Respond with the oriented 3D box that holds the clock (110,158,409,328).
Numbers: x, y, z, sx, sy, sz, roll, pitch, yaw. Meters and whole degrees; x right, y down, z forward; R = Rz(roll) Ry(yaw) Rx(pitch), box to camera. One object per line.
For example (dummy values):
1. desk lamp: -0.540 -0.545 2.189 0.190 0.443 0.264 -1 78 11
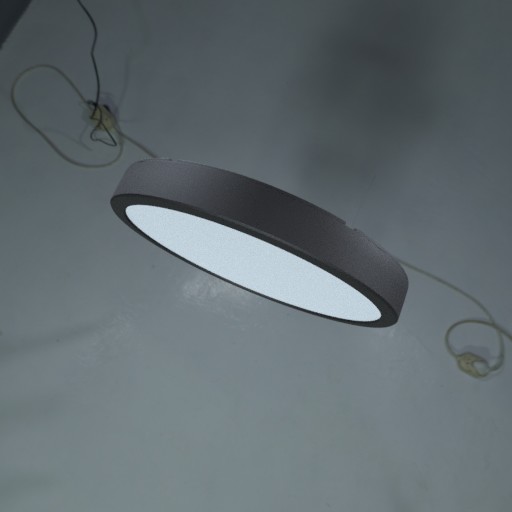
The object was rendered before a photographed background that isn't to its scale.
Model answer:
1. clock: 0.000 0.000 0.444 0.293 0.293 0.040 22 78 5
